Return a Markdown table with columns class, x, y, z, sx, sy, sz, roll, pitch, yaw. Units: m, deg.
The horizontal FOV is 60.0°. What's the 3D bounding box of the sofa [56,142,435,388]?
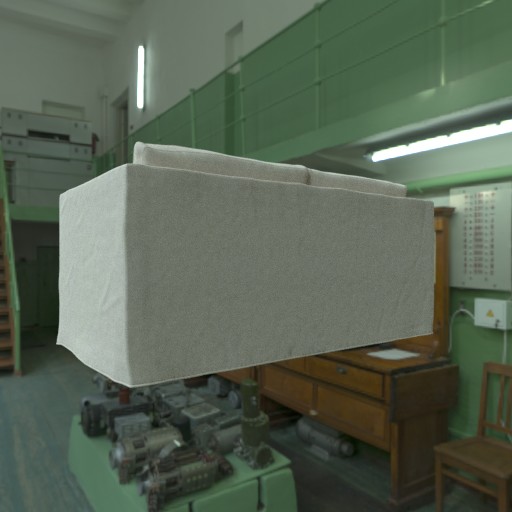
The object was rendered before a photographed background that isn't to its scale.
| class | x | y | z | sx | sy | sz | roll | pitch | yaw |
| --- | --- | --- | --- | --- | --- | --- | --- | --- | --- |
| sofa | 0.000 | 0.000 | 2.253 | 1.719 | 0.835 | 0.962 | 0 | 0 | -36 |
